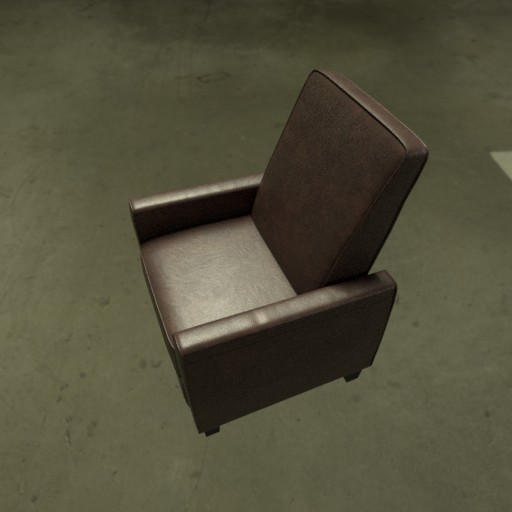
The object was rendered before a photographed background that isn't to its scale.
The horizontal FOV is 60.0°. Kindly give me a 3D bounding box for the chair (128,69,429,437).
[{"bbox_3d":[0.000,0.000,1.518,0.746,1.013,0.705,-17,49,-15],"label":"chair"}]
